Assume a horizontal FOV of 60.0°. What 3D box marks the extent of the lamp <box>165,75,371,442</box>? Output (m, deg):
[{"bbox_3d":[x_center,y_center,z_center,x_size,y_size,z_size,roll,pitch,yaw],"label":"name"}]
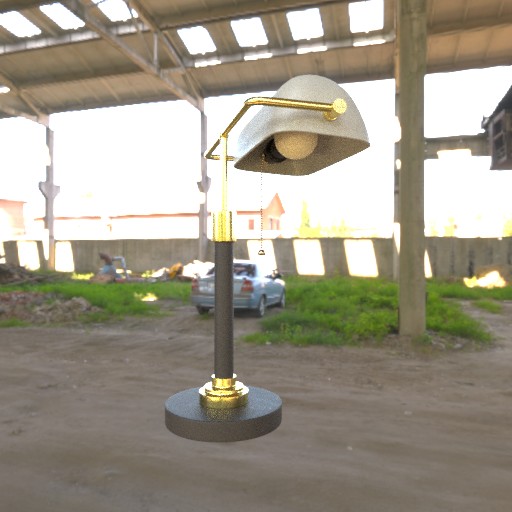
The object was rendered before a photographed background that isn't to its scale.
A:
[{"bbox_3d":[0.000,0.000,0.563,0.227,0.404,0.269,0,0,-17],"label":"lamp"}]
